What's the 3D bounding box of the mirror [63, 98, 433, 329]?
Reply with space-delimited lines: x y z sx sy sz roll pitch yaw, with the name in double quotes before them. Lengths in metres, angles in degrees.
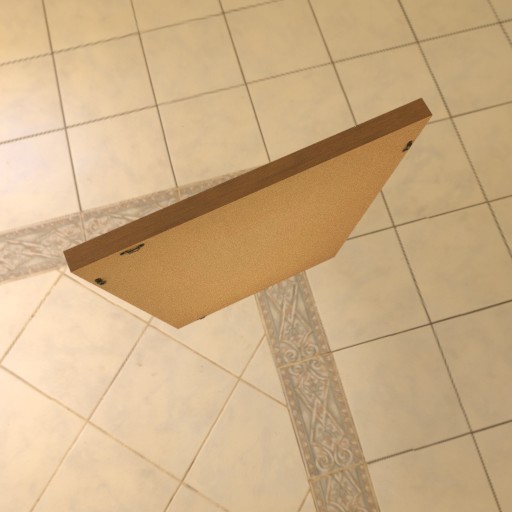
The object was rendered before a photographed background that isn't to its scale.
"mirror" 0.000 0.000 1.122 0.609 0.915 0.040 -24 77 -6
